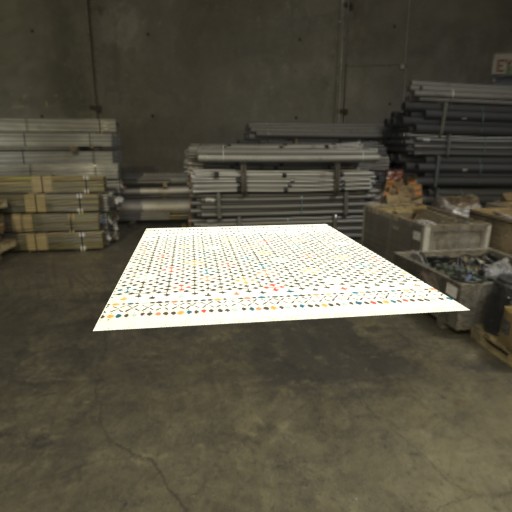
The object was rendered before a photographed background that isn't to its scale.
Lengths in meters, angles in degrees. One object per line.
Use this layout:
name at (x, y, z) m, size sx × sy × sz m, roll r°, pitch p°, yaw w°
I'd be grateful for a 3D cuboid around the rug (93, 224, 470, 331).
rug at (0.000, 0.000, 2.070) m, size 1.146 × 0.006 × 1.556 m, roll -2°, pitch 14°, yaw -8°
